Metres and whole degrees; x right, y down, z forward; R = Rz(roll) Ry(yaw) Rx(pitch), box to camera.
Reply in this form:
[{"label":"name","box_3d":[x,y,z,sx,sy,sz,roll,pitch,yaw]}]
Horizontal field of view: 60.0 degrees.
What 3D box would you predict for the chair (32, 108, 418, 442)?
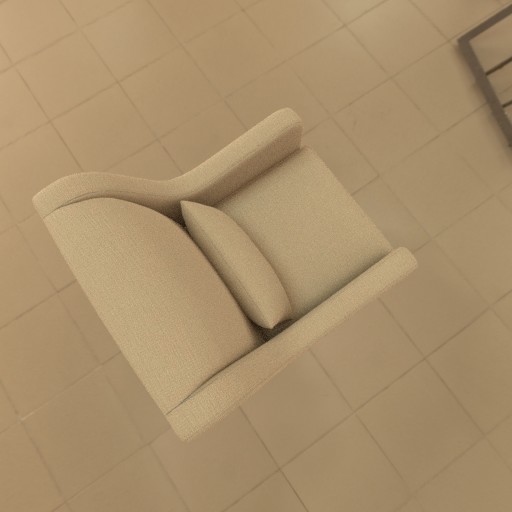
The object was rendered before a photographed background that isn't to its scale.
[{"label":"chair","box_3d":[0.000,0.000,1.552,0.896,1.017,0.715,-35,78,-8]}]
